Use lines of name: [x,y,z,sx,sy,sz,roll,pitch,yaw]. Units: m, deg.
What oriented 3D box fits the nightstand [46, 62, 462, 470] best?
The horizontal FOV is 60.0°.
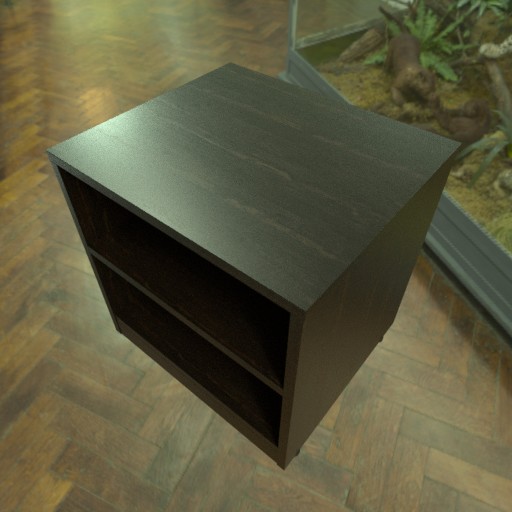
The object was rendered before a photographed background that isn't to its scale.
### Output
nightstand: [0.000,0.000,0.864,0.489,0.487,0.427,30,53,26]
